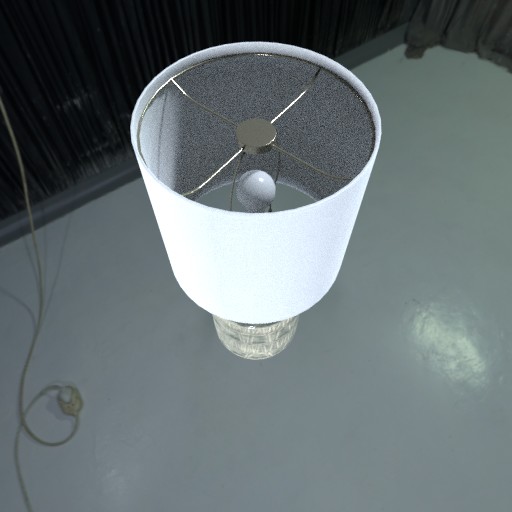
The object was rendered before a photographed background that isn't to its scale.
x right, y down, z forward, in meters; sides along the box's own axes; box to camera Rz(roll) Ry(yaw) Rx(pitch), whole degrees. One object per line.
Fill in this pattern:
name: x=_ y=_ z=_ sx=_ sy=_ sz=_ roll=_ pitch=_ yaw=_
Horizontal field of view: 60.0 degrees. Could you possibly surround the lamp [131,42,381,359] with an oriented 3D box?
lamp: x=0.000 y=0.000 z=0.570 sx=0.211 sy=0.455 sz=0.211 roll=-34 pitch=64 yaw=-19
